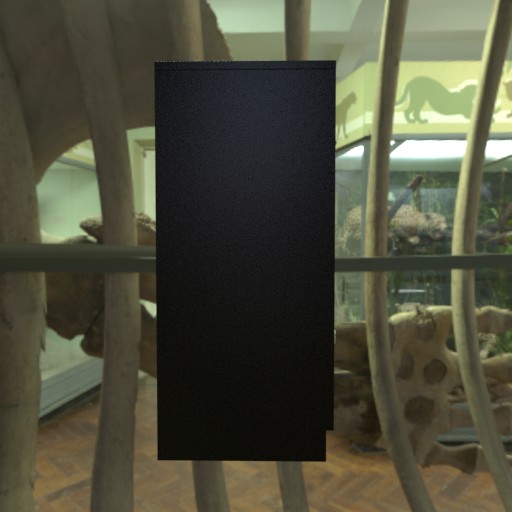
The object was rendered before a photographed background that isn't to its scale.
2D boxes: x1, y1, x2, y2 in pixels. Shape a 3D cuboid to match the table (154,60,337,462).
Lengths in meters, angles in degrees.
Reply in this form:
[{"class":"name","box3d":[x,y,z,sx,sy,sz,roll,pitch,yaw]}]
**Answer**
[{"class":"table","box3d":[0.000,0.000,1.338,0.380,0.790,0.930,0,2,1]}]
